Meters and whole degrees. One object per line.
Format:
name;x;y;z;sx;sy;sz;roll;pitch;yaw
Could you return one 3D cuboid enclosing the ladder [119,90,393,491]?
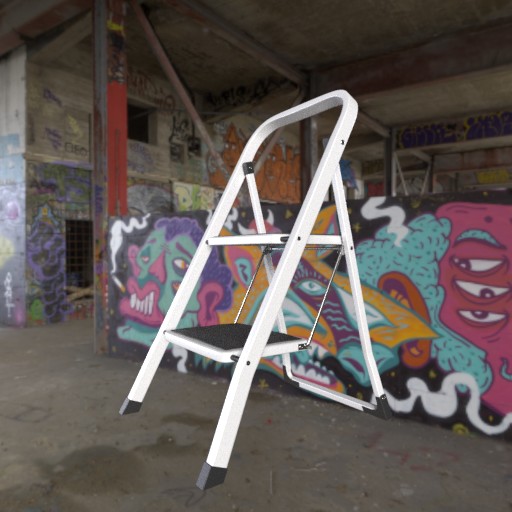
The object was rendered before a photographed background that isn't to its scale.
ladder;0.000;0.000;1.108;0.544;0.810;0.460;0;1;-35
